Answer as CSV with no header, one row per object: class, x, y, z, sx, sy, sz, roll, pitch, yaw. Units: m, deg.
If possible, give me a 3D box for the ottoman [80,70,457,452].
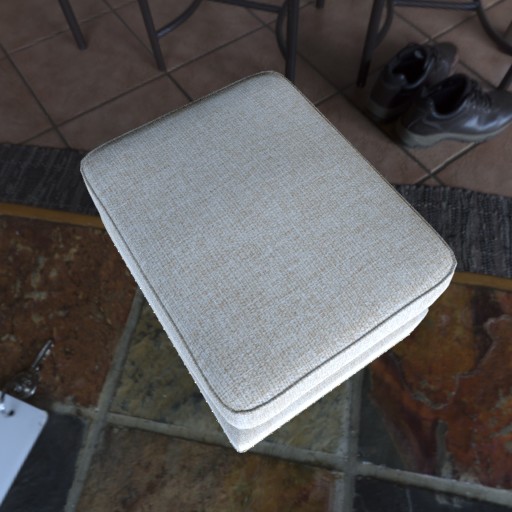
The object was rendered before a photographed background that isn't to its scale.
ottoman,0.000,0.000,1.148,0.589,0.537,0.738,-31,67,-14
